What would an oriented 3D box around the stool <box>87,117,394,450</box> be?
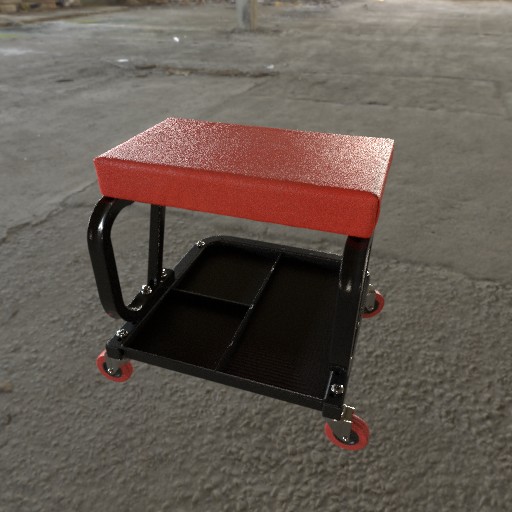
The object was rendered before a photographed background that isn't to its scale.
[{"bbox_3d":[0.000,0.000,0.727,0.446,0.380,0.371,10,34,16],"label":"stool"}]
